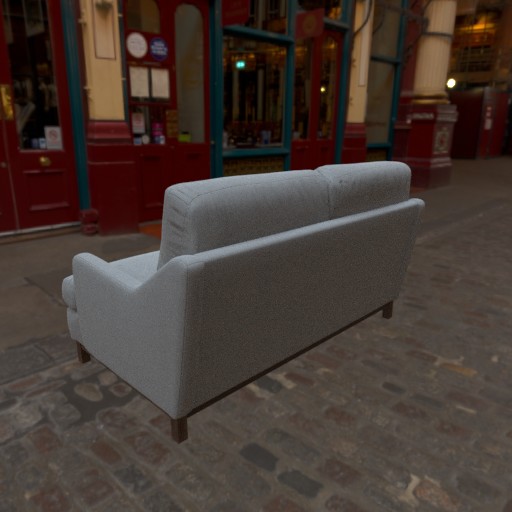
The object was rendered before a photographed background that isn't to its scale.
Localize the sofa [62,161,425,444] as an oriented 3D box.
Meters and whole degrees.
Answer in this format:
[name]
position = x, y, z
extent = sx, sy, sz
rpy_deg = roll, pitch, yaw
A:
[sofa]
position = 0.000, 0.000, 2.208
extent = 0.987, 0.921, 1.589
rpy_deg = 16, 23, 43
